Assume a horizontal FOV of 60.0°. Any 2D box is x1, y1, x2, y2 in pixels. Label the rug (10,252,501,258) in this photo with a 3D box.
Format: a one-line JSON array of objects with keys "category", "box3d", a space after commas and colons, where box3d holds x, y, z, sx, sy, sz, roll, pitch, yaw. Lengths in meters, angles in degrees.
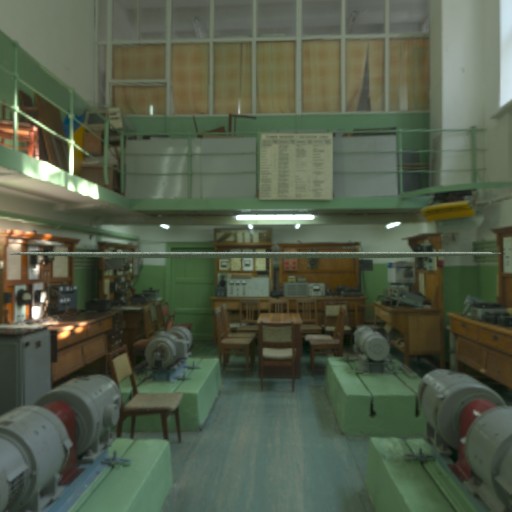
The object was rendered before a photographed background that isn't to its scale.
[{"category": "rug", "box3d": [0.000, 0.000, 2.764, 2.233, 0.011, 1.514, 0, -1, 1]}]
